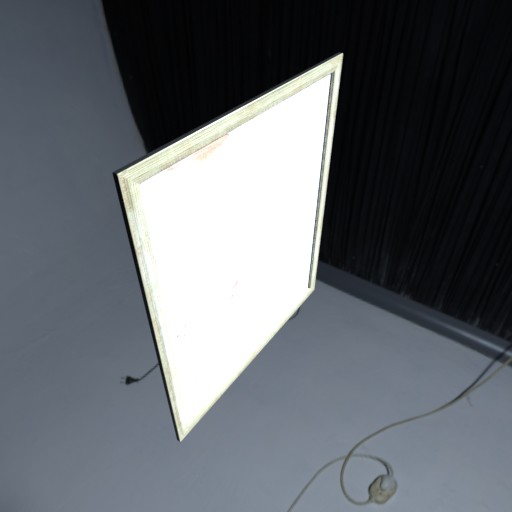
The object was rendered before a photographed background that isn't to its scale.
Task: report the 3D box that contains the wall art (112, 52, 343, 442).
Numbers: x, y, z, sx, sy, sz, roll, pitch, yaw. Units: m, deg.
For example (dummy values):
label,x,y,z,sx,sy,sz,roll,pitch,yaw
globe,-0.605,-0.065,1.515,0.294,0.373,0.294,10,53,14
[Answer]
label,x,y,z,sx,sy,sz,roll,pitch,yaw
wall art,0.000,0.000,0.775,0.009,0.559,0.483,25,47,26
